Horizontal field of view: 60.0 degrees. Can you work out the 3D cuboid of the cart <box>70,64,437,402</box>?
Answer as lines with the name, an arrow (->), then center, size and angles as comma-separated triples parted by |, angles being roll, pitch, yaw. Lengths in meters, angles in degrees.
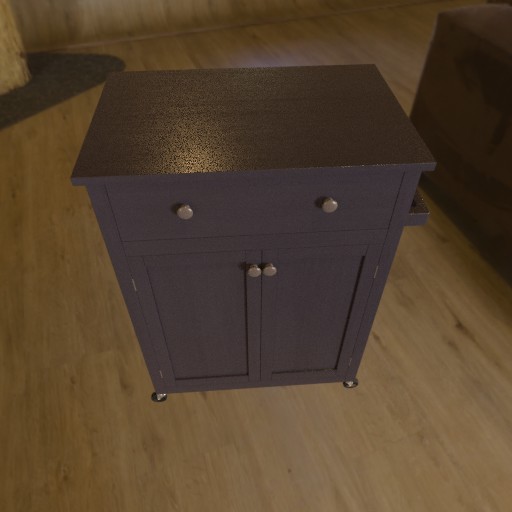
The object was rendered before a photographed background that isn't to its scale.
cart -> 0.000, 0.000, 1.256 | 0.690, 0.878, 0.449 | -3, 46, -3
